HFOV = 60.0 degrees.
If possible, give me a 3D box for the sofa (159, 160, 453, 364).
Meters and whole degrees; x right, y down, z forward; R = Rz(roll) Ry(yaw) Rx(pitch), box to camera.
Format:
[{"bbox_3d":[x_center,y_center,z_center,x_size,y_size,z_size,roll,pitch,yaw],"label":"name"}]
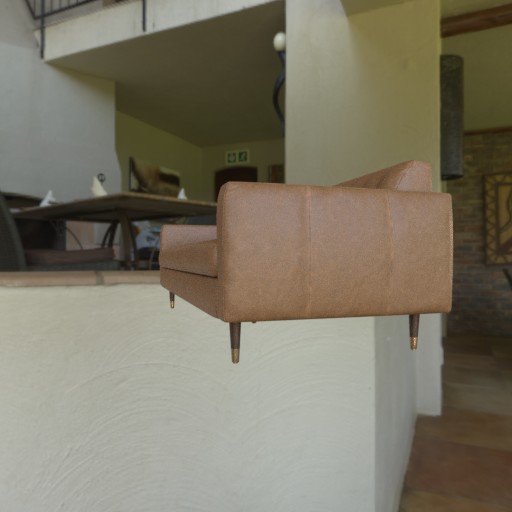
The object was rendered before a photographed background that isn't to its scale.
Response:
[{"bbox_3d":[0.000,0.000,2.710,0.990,0.821,2.291,0,0,-18],"label":"sofa"}]
